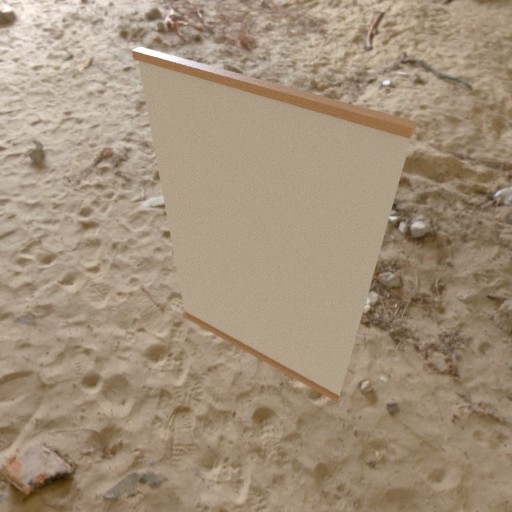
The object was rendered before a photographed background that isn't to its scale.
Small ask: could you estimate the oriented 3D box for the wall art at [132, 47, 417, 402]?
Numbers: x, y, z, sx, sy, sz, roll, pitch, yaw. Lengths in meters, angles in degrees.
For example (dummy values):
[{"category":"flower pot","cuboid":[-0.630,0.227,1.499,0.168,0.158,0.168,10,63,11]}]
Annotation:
[{"category":"wall art","cuboid":[0.000,0.000,1.888,0.991,1.510,0.040,24,50,22]}]
